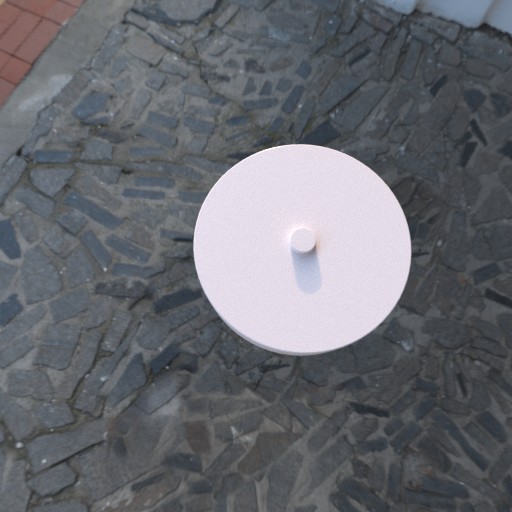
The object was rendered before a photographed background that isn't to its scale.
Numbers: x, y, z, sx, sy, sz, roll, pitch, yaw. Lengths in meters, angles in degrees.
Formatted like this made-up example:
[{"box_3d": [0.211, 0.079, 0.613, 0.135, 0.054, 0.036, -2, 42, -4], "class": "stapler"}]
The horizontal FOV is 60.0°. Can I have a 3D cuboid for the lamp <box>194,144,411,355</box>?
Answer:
[{"box_3d": [0.000, 0.000, 0.715, 0.229, 0.508, 0.369, -43, 79, -10], "class": "lamp"}]
